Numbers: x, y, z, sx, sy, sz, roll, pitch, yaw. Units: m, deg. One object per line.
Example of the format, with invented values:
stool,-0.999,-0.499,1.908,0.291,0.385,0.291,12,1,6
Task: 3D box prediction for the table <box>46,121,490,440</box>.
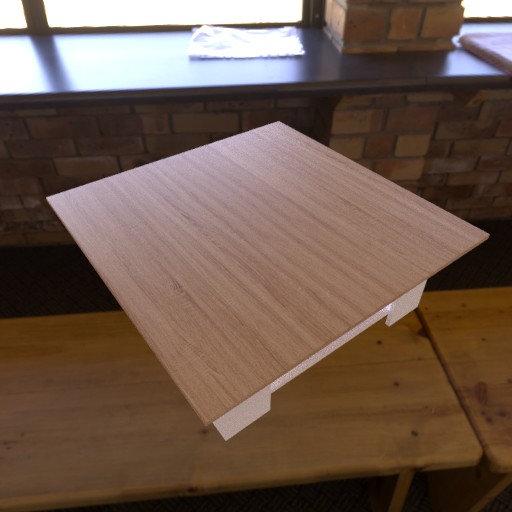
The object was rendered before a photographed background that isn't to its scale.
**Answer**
table,0.000,0.000,1.347,0.890,0.305,0.890,-26,47,-27
